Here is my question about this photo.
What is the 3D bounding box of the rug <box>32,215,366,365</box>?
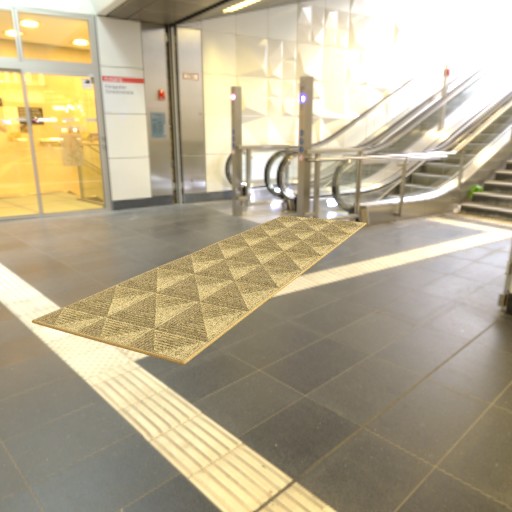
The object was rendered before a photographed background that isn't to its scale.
[{"bbox_3d":[0.000,0.000,2.327,0.645,0.015,2.182,8,18,26],"label":"rug"}]
